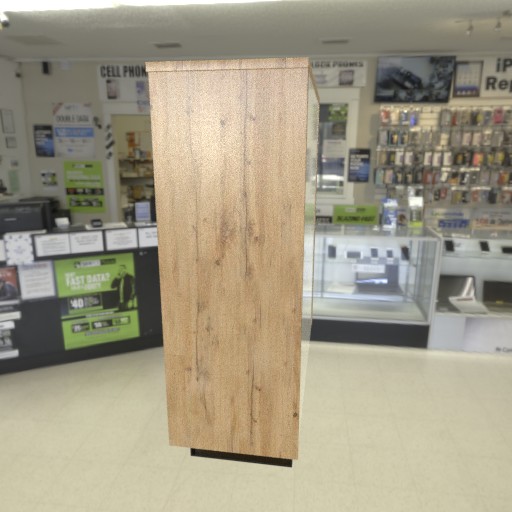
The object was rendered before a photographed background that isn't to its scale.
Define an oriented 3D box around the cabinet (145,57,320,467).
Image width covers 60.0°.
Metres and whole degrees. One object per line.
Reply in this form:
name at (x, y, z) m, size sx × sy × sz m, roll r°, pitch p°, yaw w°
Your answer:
cabinet at (0.000, 0.000, 1.936) m, size 0.473 × 1.397 × 1.168 m, roll 2°, pitch 15°, yaw 9°
